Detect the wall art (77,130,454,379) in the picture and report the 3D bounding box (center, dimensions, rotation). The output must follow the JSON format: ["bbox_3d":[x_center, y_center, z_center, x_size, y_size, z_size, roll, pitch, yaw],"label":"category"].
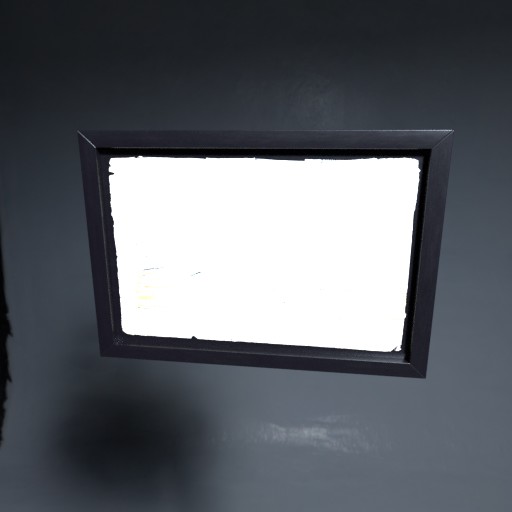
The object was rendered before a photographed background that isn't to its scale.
[{"bbox_3d":[0.000,0.000,0.561,0.440,0.306,0.013,2,15,7],"label":"wall art"}]
